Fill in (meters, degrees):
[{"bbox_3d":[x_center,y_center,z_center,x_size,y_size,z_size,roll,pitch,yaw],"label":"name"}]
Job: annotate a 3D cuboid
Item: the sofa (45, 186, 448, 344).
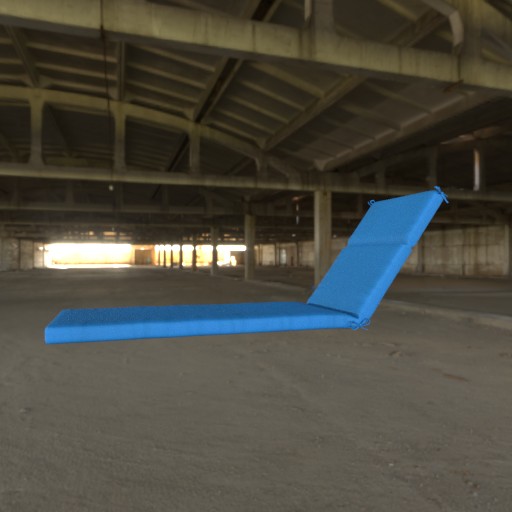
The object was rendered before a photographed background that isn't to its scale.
[{"bbox_3d":[0.000,0.000,1.985,1.663,0.622,0.582,0,0,-18],"label":"sofa"}]
